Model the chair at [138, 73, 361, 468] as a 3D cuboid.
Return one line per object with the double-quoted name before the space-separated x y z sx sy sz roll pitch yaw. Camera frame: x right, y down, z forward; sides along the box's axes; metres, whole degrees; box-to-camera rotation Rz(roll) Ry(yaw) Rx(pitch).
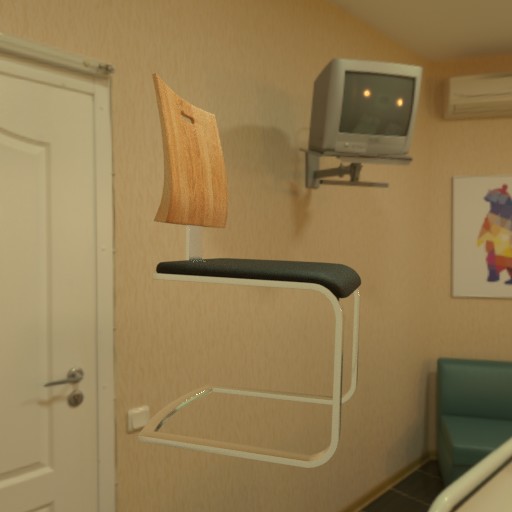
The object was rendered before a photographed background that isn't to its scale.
"chair" 0.000 0.000 1.252 0.560 0.936 0.462 0 1 18
